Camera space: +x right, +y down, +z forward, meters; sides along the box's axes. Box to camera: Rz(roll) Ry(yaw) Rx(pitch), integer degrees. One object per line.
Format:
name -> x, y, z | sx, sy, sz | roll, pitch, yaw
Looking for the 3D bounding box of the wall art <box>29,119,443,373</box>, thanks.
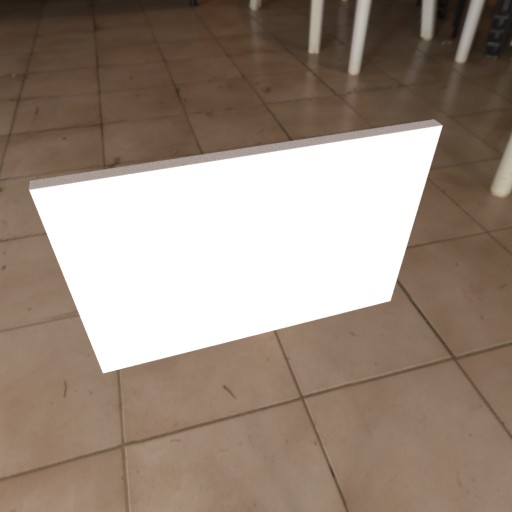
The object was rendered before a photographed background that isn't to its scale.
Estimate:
wall art -> 0.000, 0.000, 1.139 | 0.898, 0.601, 0.038 | -12, 43, -13
